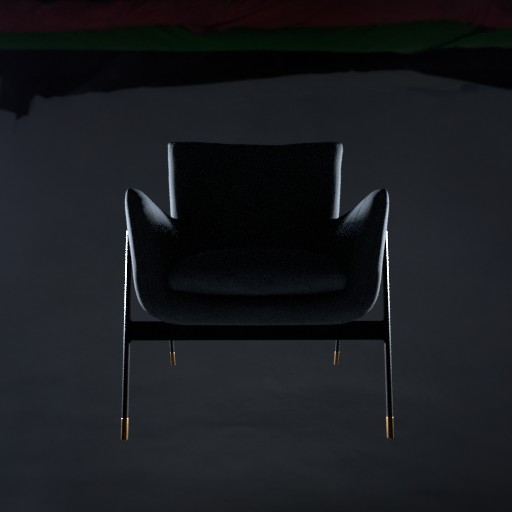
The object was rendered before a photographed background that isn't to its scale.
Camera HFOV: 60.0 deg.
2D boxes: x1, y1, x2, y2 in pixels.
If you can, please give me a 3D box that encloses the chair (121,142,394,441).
[{"bbox_3d":[0.000,0.000,1.381,0.678,0.858,0.709,0,1,-1],"label":"chair"}]
